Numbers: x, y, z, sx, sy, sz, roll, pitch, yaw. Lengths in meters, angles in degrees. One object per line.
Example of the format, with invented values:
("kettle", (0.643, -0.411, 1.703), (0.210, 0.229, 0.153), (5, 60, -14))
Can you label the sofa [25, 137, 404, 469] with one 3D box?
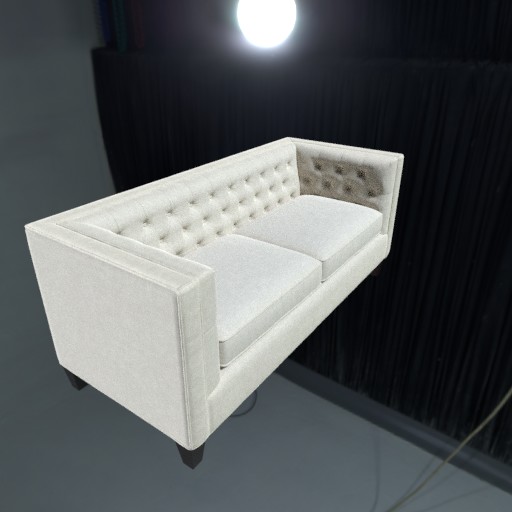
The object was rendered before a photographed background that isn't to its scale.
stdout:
("sofa", (0.000, 0.000, 2.182), (0.775, 0.762, 1.778), (18, 32, 31))
